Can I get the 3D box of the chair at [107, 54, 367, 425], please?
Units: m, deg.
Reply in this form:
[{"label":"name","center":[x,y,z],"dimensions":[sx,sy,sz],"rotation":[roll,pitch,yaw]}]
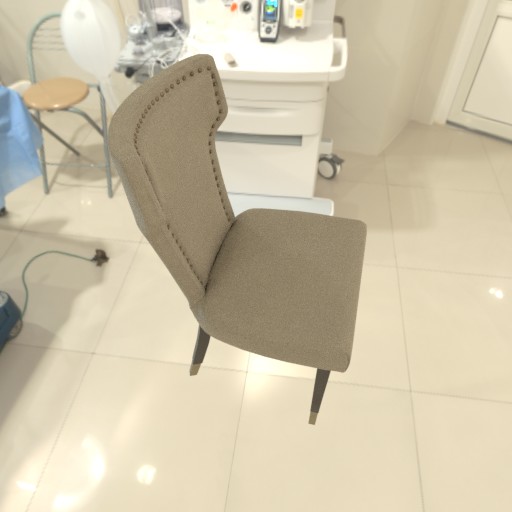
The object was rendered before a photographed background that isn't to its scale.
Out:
[{"label":"chair","center":[0.000,0.000,1.310],"dimensions":[0.630,0.955,0.526],"rotation":[11,49,10]}]
